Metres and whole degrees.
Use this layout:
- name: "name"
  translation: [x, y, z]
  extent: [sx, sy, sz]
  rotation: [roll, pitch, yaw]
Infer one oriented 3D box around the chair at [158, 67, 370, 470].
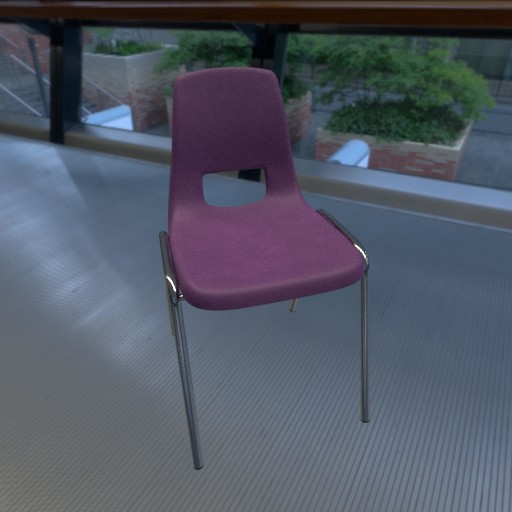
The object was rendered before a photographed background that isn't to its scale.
- name: "chair"
  translation: [0.000, 0.000, 0.901]
  extent: [0.381, 0.654, 0.432]
  rotation: [-9, 33, -15]
